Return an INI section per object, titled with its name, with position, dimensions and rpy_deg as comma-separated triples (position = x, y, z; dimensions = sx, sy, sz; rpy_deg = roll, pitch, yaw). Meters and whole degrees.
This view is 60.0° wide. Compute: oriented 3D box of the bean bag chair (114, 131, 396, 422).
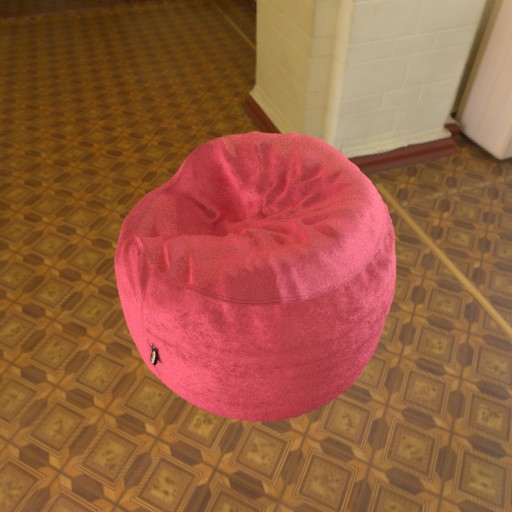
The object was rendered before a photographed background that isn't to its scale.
[bean bag chair]
position = 0.000, 0.000, 1.972
dimensions = 1.218, 0.788, 1.218
rpy_deg = 0, 46, 0
